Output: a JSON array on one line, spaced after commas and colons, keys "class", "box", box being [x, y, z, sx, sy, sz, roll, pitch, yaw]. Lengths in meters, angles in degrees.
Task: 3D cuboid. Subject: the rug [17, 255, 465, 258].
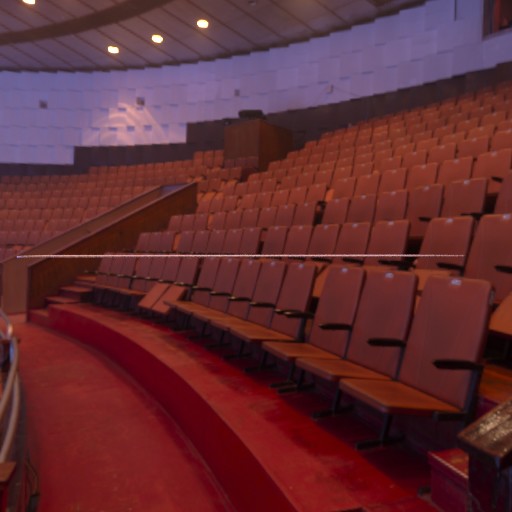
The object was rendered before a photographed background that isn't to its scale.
[{"class": "rug", "box": [0.000, 0.000, 2.483, 2.277, 0.008, 0.676, 0, 0, -18]}]
